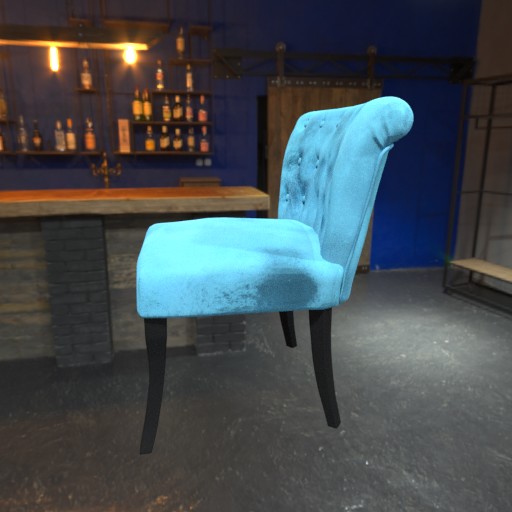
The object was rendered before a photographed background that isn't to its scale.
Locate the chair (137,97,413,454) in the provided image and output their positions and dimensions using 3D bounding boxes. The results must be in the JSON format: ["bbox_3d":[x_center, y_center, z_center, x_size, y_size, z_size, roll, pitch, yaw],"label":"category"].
[{"bbox_3d":[0.000,0.000,1.156,0.605,0.750,0.582,-3,15,-10],"label":"chair"}]
